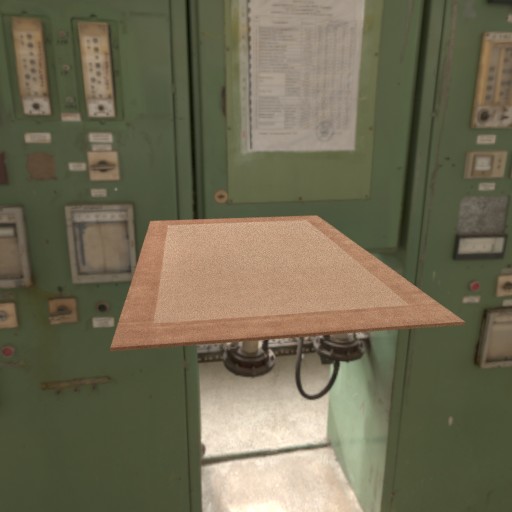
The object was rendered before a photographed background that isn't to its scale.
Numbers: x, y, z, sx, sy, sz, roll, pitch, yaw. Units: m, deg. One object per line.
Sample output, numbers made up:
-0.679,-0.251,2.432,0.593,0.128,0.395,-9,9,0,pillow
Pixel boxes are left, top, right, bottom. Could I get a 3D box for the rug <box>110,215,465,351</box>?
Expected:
0.000,0.000,2.346,1.219,0.014,1.829,-3,17,-9,rug
